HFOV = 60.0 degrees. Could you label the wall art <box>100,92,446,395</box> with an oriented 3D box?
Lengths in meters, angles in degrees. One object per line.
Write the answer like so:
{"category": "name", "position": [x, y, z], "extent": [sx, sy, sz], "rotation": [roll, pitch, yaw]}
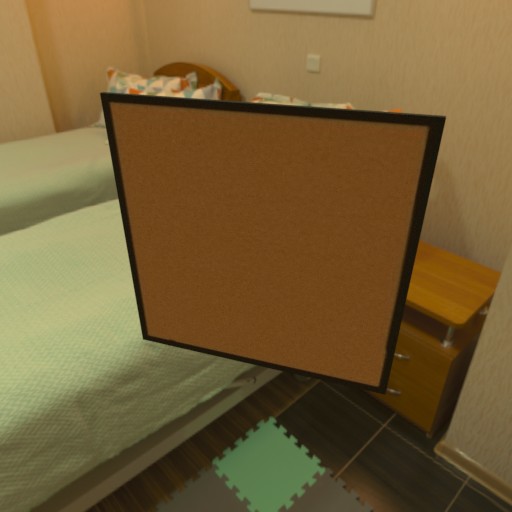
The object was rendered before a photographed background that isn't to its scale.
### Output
{"category": "wall art", "position": [0.000, 0.000, 1.235], "extent": [0.823, 0.823, 0.013], "rotation": [9, 32, 15]}
